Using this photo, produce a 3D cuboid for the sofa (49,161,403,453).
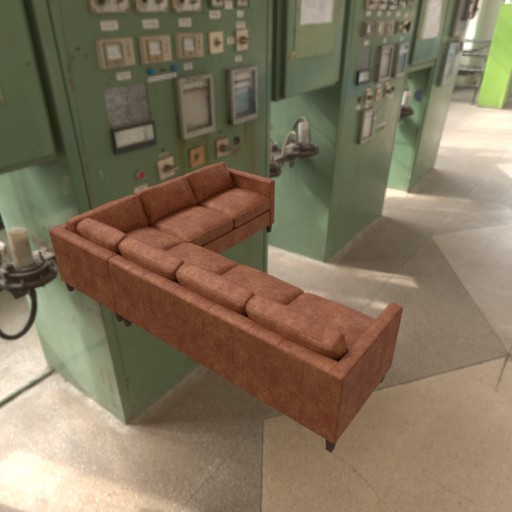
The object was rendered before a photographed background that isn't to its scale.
[{"bbox_3d":[0.000,0.000,4.332,3.167,0.838,2.438,21,36,32],"label":"sofa"}]
